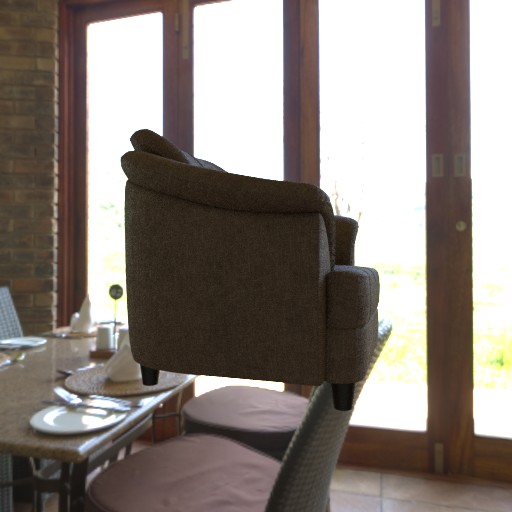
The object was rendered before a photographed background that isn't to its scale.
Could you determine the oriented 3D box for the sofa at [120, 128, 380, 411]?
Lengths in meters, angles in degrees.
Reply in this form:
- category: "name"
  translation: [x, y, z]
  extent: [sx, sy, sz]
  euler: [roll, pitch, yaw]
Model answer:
- category: "sofa"
  translation: [0.000, 0.000, 1.517]
  extent: [0.794, 0.811, 0.870]
  euler: [0, -1, 19]
